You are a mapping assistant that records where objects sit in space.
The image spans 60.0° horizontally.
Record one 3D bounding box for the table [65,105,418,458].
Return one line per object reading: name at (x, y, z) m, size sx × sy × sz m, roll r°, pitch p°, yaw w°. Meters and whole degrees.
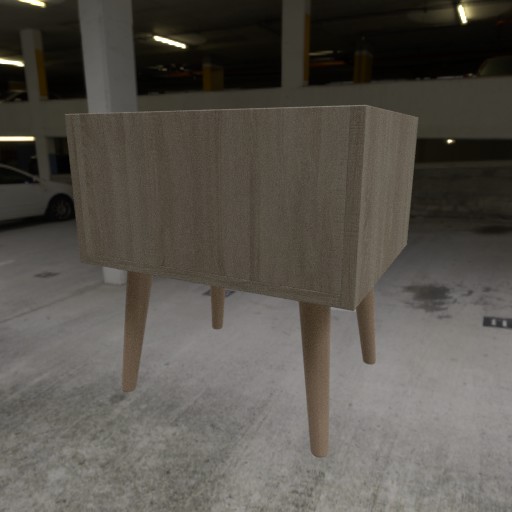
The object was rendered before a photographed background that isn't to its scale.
table at (0.000, 0.000, 0.780) m, size 0.450 × 0.470 × 0.370 m, roll 8°, pitch 17°, yaw 26°
